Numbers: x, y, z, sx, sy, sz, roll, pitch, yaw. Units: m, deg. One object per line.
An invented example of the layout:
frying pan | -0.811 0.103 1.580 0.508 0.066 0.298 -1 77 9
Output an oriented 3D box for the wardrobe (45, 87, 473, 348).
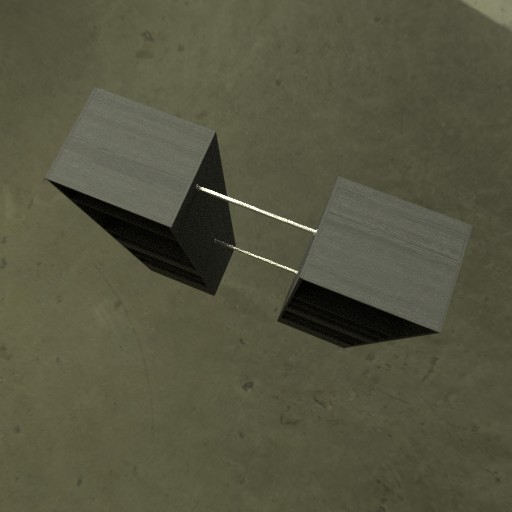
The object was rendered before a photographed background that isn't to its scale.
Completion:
wardrobe | 0.000 0.000 2.858 1.770 2.000 0.480 21 77 5
